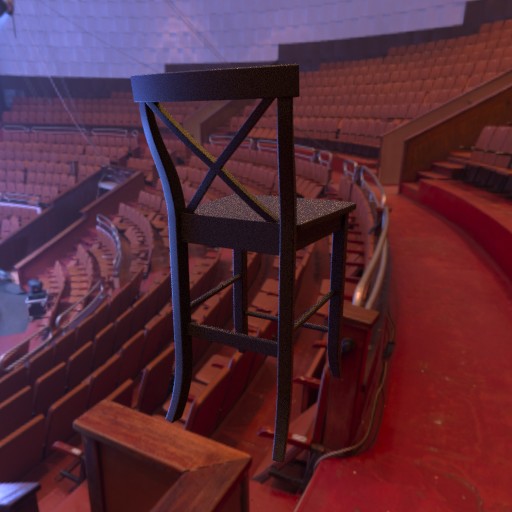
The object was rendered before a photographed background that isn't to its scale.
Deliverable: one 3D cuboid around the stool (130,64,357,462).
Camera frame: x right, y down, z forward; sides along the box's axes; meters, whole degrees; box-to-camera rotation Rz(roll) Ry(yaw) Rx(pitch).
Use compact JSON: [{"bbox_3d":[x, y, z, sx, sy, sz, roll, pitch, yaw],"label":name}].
[{"bbox_3d":[0.000,0.000,1.330,0.452,0.989,0.559,8,18,26],"label":"stool"}]
